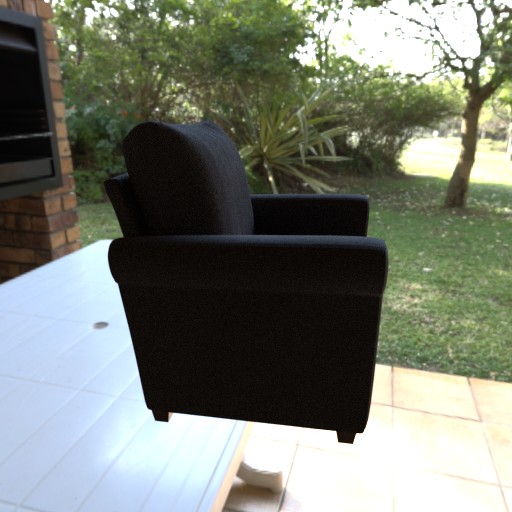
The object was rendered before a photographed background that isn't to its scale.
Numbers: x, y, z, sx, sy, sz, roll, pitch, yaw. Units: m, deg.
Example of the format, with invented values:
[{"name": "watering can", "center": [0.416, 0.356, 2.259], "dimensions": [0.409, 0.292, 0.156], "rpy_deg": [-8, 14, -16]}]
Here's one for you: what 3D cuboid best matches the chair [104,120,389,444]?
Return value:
[{"name": "chair", "center": [0.000, 0.000, 1.611], "dimensions": [0.828, 0.942, 0.867], "rpy_deg": [3, 17, 10]}]
